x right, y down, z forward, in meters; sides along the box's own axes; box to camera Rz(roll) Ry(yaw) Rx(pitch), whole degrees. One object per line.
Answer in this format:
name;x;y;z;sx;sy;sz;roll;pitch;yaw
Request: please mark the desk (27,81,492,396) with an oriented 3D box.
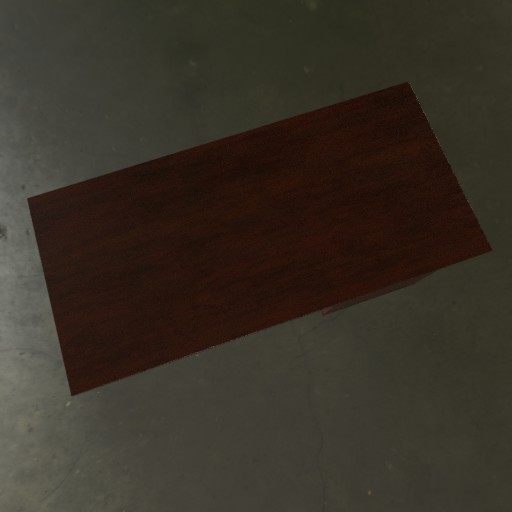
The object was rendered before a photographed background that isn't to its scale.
desk;0.000;0.000;1.702;1.277;0.758;0.612;-18;76;-5
